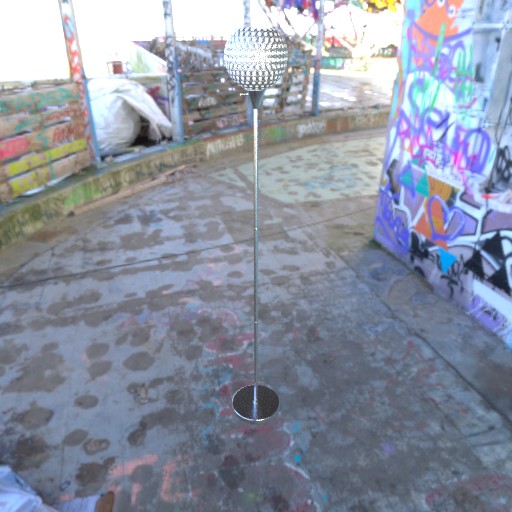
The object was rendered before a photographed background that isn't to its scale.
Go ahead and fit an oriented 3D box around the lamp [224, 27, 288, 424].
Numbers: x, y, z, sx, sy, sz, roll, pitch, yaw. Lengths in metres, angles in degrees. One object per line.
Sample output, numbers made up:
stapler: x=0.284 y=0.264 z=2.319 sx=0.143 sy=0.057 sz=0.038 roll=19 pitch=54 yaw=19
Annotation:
lamp: x=0.000 y=0.000 z=1.968 sx=0.254 sy=1.805 sz=0.254 roll=0 pitch=27 yaw=0
